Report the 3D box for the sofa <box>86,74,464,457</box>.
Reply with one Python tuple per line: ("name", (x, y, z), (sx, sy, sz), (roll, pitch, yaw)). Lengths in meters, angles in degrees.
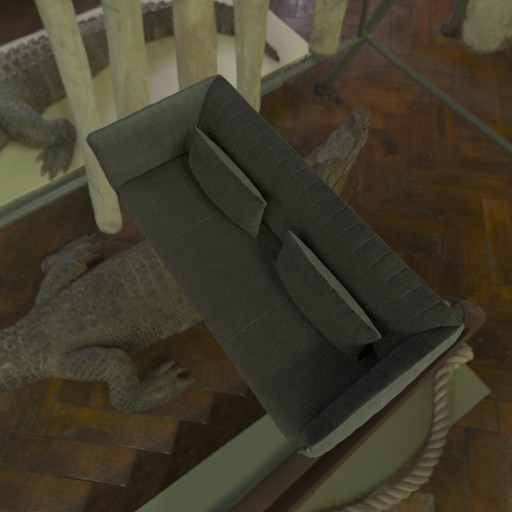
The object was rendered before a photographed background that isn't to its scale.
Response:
("sofa", (0.000, 0.000, 2.441), (0.876, 0.780, 1.980), (-33, 67, -16))
